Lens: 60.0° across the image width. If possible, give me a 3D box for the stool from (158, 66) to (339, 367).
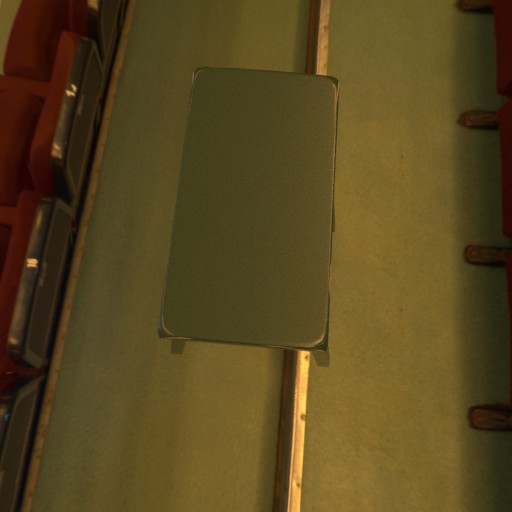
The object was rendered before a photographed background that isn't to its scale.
[{"bbox_3d":[0.000,0.000,1.028,0.476,0.737,0.457,5,76,1],"label":"stool"}]
